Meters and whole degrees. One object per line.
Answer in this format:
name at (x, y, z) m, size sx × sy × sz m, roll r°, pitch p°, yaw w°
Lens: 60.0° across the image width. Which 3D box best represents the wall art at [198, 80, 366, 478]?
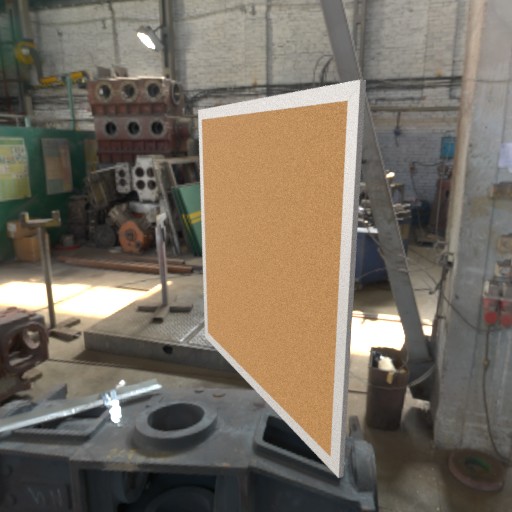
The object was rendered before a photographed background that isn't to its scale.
wall art at (0.000, 0.000, 0.837) m, size 0.009 × 0.559 × 0.558 m, roll -7°, pitch 16°, yaw -26°
